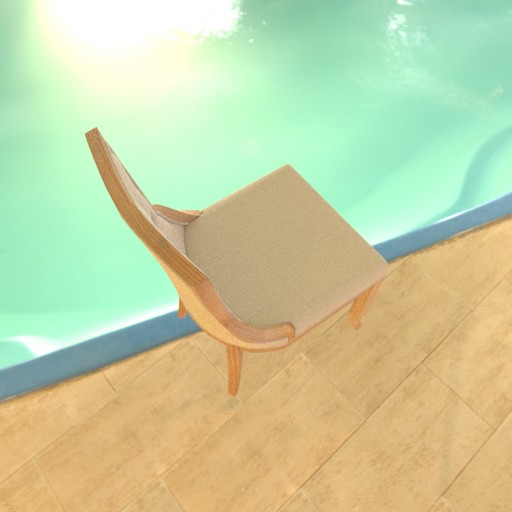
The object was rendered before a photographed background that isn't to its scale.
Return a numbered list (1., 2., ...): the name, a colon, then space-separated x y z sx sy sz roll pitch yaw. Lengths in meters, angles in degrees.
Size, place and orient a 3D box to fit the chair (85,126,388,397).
1. chair: 0.000 0.000 1.336 0.641 0.947 0.524 -31 63 -18
